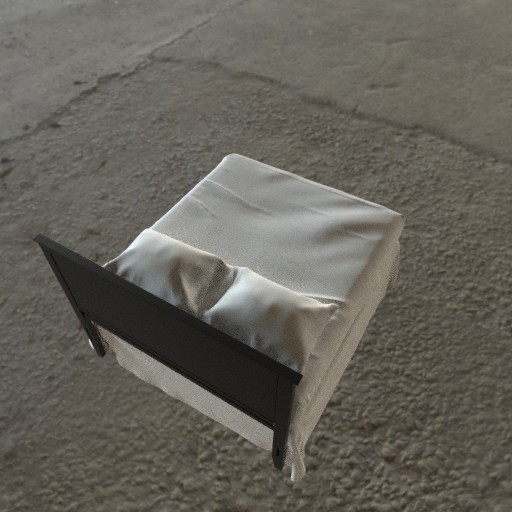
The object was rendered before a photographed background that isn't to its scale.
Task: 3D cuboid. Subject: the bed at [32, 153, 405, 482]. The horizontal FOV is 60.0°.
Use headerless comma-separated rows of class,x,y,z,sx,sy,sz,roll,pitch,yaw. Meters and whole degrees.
bed,0.000,0.000,3.203,1.870,1.270,2.050,24,53,20
